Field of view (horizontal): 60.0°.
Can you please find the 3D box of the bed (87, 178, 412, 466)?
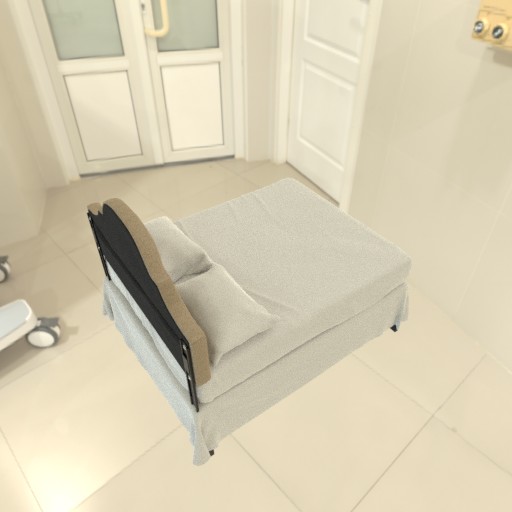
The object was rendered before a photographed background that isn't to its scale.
[{"bbox_3d":[0.000,0.000,3.489,2.222,1.634,1.780,-25,47,-26],"label":"bed"}]
